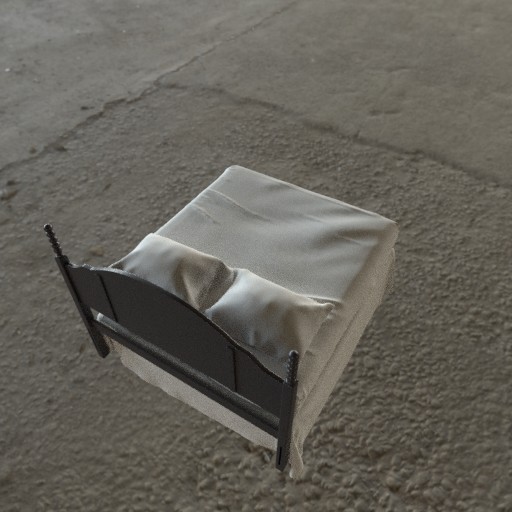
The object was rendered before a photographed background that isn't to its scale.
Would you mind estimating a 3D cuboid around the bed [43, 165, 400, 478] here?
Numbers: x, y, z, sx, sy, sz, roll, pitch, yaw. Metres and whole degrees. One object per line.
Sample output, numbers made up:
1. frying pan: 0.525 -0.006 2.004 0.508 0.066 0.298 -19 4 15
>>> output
1. bed: 0.000 0.000 3.300 1.873 1.356 2.040 24 50 22
